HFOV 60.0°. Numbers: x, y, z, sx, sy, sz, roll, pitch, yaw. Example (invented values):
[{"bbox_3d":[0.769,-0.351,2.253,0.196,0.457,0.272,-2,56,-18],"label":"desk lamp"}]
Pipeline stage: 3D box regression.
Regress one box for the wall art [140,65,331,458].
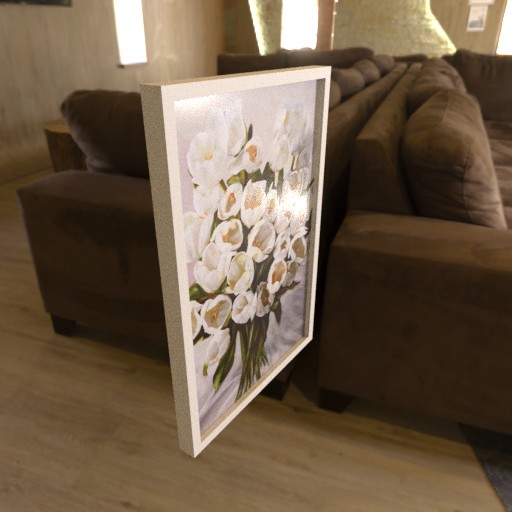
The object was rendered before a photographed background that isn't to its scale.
[{"bbox_3d":[0.000,0.000,0.860,0.038,0.657,0.450,18,32,32],"label":"wall art"}]
